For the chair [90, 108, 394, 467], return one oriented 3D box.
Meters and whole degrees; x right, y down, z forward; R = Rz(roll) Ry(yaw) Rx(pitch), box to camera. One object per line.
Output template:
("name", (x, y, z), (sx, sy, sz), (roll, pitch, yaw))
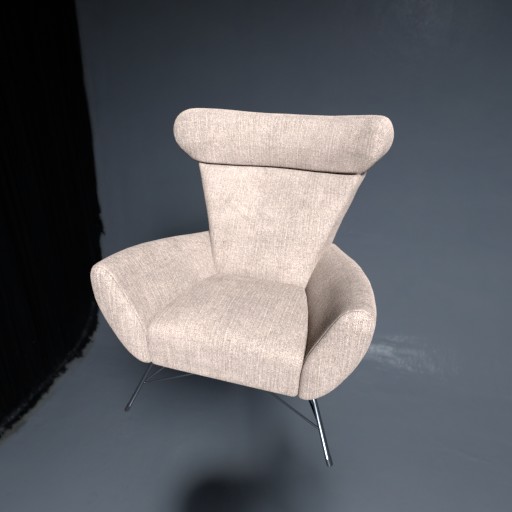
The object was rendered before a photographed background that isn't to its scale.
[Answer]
("chair", (0.000, 0.000, 1.761), (0.980, 1.040, 0.900), (8, 28, 16))
